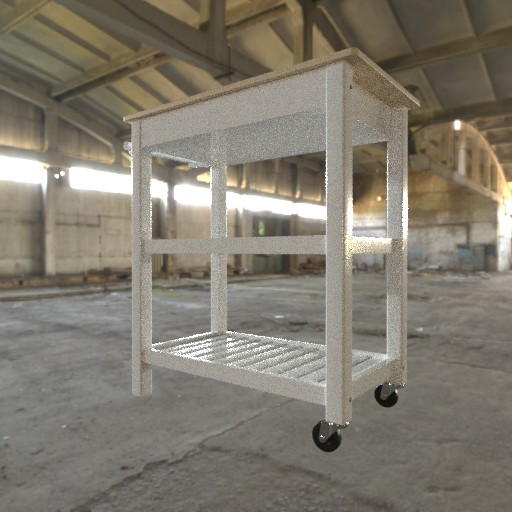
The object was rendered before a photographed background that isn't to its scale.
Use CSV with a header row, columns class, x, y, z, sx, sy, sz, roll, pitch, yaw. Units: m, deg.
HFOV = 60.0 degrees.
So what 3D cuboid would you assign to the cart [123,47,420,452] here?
class,x,y,z,sx,sy,sz,roll,pitch,yaw
cart,0.000,0.000,1.428,0.899,0.927,0.457,0,1,37
